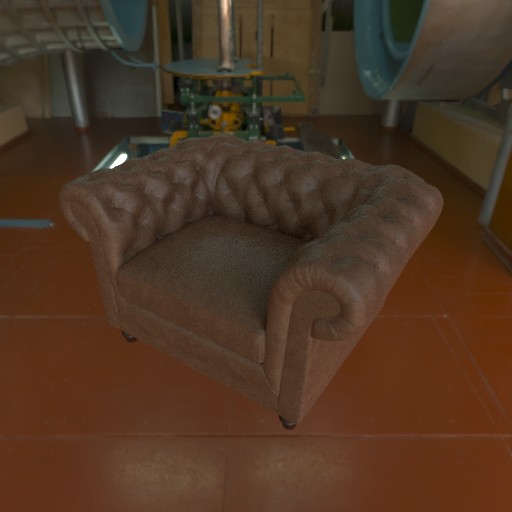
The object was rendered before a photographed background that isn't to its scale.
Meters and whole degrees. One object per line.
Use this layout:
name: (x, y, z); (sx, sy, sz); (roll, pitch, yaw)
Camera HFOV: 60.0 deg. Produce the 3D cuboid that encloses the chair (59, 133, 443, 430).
chair: (0.000, 0.000, 1.913); (1.298, 0.784, 0.954); (19, 36, 29)
